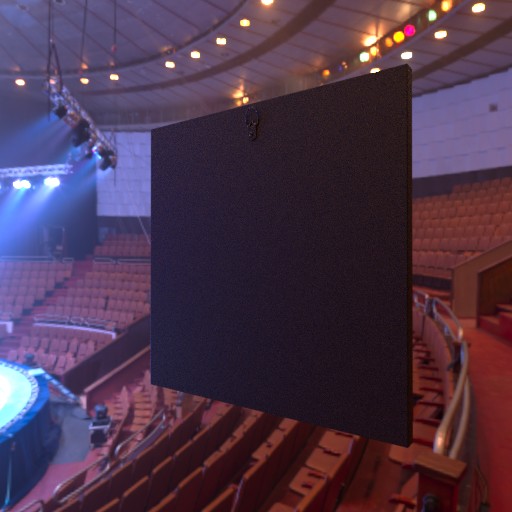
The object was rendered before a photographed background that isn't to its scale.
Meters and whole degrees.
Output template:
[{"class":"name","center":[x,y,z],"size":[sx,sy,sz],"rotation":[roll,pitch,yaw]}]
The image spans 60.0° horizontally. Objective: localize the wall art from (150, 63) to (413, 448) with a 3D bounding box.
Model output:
[{"class":"wall art","center":[0.000,0.000,1.175],"size":[0.805,0.807,0.043],"rotation":[0,-1,36]}]
